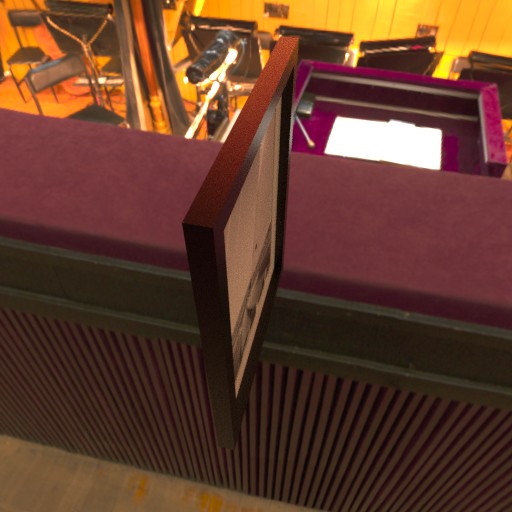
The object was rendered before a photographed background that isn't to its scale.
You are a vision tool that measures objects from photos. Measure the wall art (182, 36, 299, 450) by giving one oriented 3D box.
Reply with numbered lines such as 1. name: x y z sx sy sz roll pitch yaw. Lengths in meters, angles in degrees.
1. wall art: 0.000 0.000 0.767 0.031 0.558 0.461 10 48 9
